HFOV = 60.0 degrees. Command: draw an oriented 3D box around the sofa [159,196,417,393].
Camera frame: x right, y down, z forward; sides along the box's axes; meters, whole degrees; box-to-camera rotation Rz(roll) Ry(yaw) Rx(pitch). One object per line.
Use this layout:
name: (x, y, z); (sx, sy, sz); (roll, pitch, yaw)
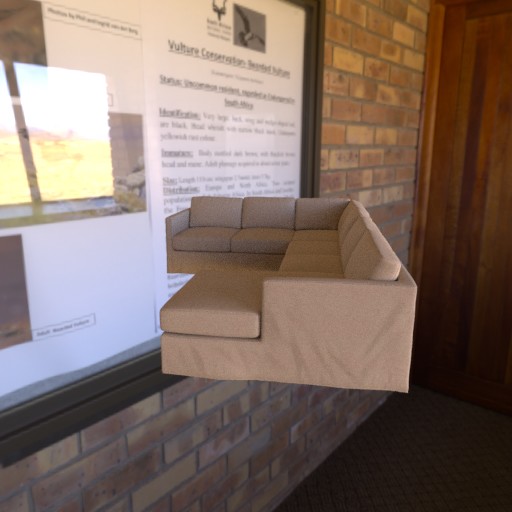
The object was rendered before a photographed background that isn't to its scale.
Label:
sofa: (0.000, 0.000, 4.444); (2.427, 0.882, 3.460); (2, 13, 8)
